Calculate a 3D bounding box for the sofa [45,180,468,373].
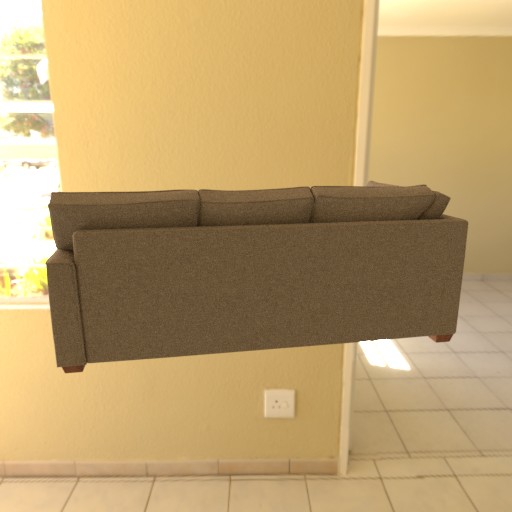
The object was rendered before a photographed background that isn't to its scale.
[{"bbox_3d":[0.000,0.000,2.899,2.317,0.962,1.061,-2,14,-10],"label":"sofa"}]
